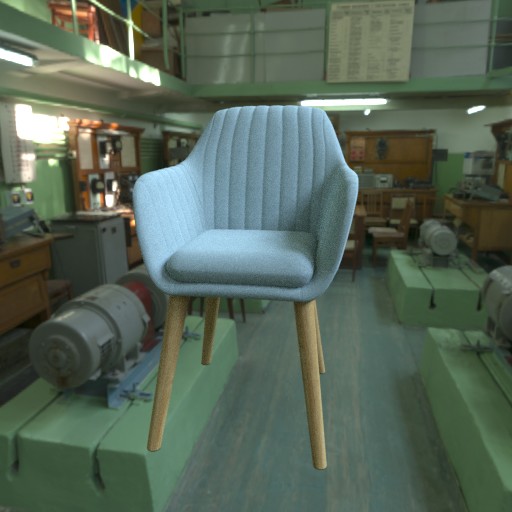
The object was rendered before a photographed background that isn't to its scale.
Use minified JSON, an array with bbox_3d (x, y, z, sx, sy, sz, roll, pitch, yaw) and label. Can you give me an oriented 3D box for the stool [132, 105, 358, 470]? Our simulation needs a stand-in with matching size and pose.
[{"bbox_3d":[0.000,0.000,1.205,0.503,0.830,0.590,2,13,9],"label":"stool"}]
